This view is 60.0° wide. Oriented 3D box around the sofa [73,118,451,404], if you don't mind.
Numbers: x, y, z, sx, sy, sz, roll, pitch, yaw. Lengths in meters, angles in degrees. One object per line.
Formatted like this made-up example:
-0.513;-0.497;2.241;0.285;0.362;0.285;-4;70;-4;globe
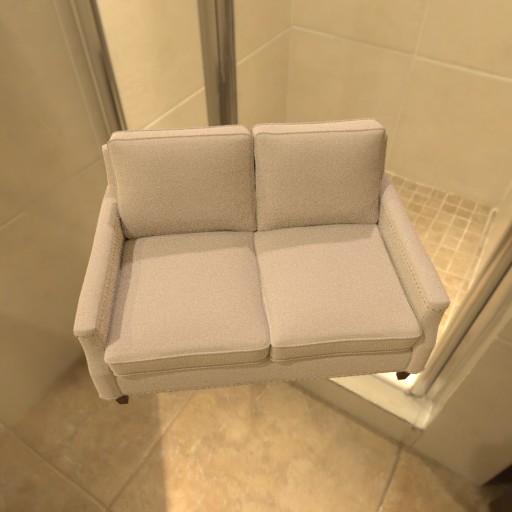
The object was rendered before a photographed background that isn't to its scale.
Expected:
0.000;0.000;2.241;1.597;1.003;1.084;-4;48;-4;sofa
